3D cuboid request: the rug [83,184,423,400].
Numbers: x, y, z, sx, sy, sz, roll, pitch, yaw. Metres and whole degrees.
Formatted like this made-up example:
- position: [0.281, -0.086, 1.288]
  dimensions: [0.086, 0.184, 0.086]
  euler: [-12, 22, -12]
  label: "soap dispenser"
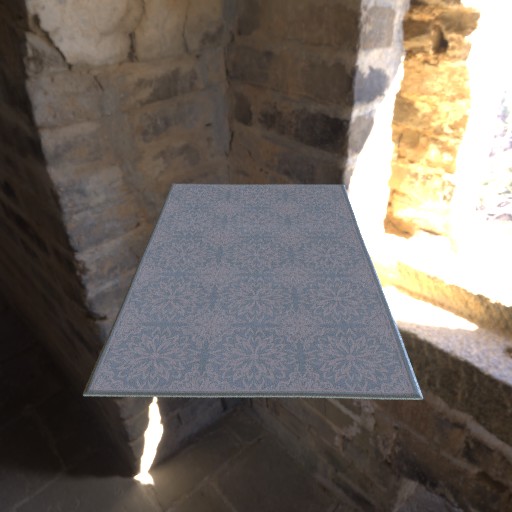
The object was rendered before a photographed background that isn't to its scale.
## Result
- position: [0.000, 0.000, 3.508]
  dimensions: [1.819, 0.018, 2.746]
  euler: [0, 33, 1]
  label: "rug"
